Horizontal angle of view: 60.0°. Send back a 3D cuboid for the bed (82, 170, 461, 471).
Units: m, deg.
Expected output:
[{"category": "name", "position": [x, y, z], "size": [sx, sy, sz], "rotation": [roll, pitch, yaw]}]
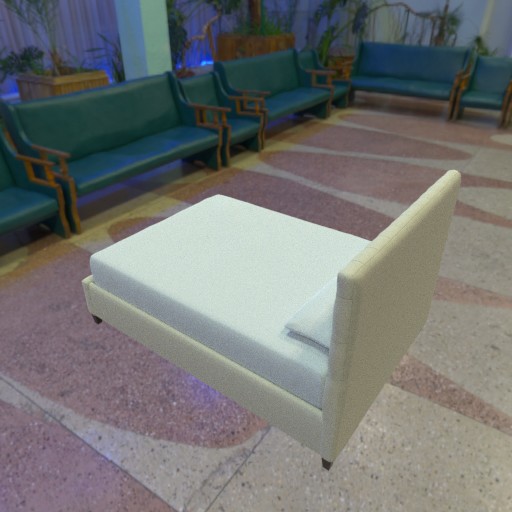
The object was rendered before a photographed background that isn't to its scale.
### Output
[{"category": "bed", "position": [0.000, 0.000, 3.488], "size": [2.387, 1.427, 1.698], "rotation": [21, 37, 31]}]
